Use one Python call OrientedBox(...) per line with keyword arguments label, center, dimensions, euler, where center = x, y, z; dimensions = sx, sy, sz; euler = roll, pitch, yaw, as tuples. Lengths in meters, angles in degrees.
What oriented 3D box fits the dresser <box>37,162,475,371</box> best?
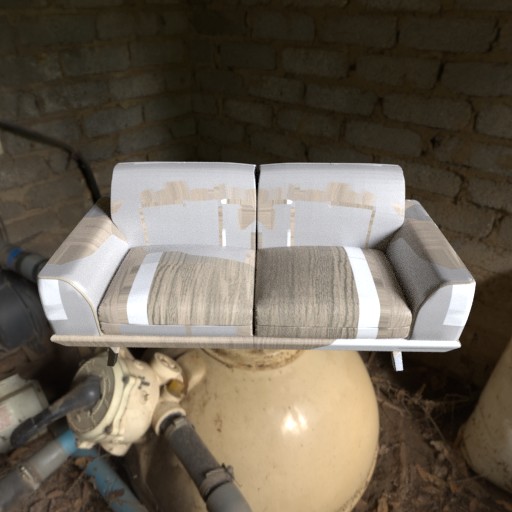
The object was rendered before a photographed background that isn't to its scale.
OrientedBox(label="dresser", center=(0.000, 0.000, 5.668), dimensions=(4.679, 1.863, 2.251), euler=(1, 31, 1))
